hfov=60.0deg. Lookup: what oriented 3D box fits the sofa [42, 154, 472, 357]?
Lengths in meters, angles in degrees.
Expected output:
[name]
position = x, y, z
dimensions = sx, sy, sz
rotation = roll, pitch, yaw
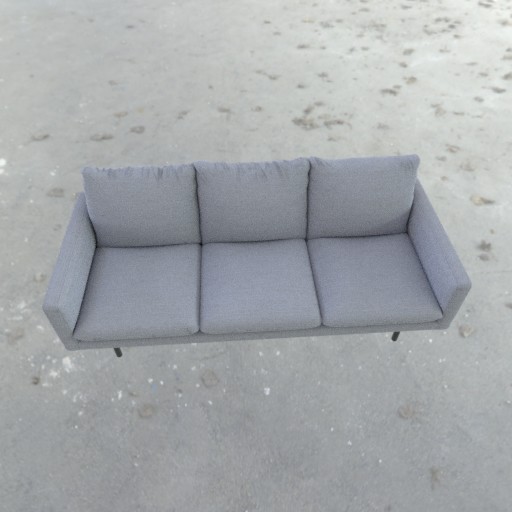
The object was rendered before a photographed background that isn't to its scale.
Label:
[sofa]
position = 0.000, 0.000, 2.417
dimensions = 2.000, 0.830, 0.850
rotation = -3, 47, -3
